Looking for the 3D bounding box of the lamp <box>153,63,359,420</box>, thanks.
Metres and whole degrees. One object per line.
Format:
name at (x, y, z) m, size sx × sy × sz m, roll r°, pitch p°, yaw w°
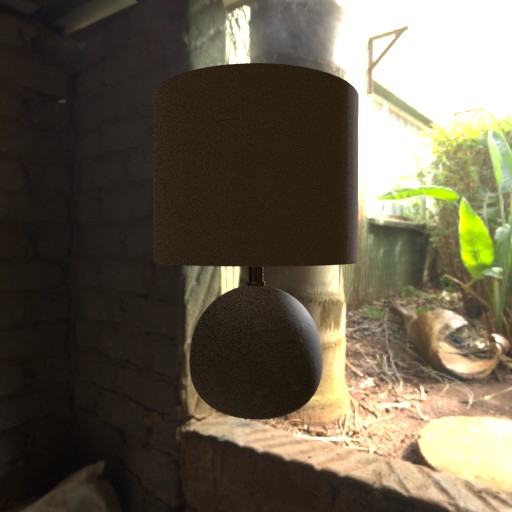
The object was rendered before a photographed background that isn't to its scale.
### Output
lamp at (0.000, 0.000, 0.598) m, size 0.269 × 0.409 × 0.269 m, roll 0°, pitch 2°, yaw -1°
